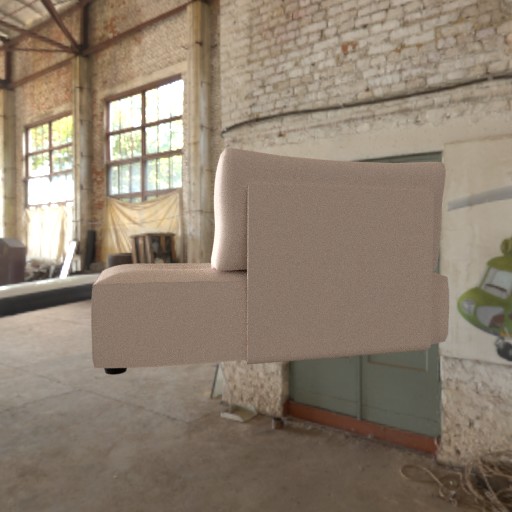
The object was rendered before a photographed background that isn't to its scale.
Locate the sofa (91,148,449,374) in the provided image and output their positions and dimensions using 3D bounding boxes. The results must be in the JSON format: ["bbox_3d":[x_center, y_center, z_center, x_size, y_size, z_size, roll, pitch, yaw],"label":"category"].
[{"bbox_3d":[0.000,0.000,2.153,1.450,0.820,1.000,0,1,-17],"label":"sofa"}]
